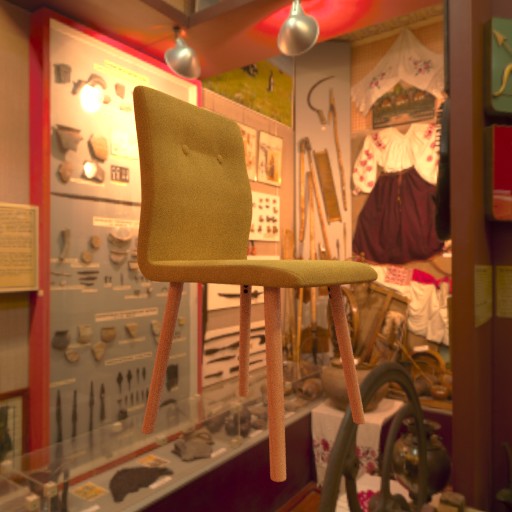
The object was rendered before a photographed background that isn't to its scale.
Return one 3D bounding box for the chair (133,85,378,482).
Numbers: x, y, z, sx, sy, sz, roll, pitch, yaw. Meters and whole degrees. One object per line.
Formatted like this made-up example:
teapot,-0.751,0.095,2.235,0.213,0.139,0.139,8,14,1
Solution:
chair,0.000,0.000,1.257,0.550,0.965,0.450,-1,-1,37
